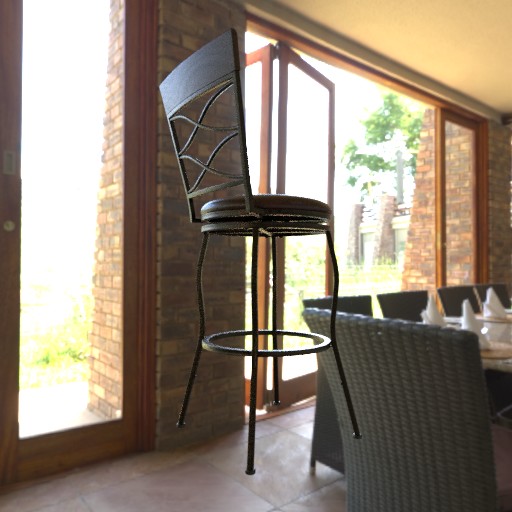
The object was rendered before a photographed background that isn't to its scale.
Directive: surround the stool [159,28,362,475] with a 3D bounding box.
[{"bbox_3d":[0.000,0.000,1.414,0.513,1.130,0.448,1,-1,-35],"label":"stool"}]
